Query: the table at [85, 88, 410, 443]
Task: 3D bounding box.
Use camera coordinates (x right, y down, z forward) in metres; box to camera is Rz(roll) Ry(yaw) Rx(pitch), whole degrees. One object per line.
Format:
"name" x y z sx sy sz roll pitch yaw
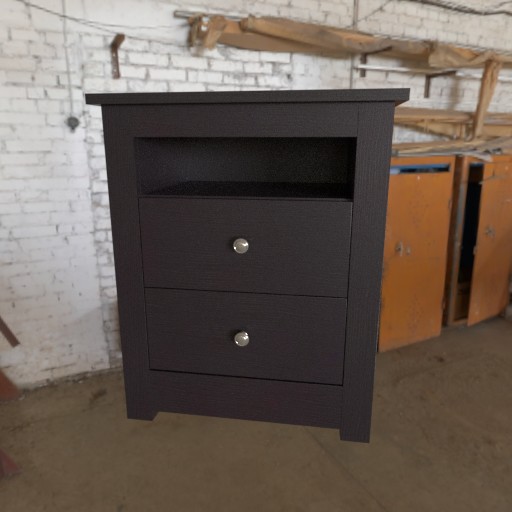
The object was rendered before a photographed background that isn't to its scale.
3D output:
"table" 0.000 0.000 1.069 0.589 0.711 0.408 2 15 9
